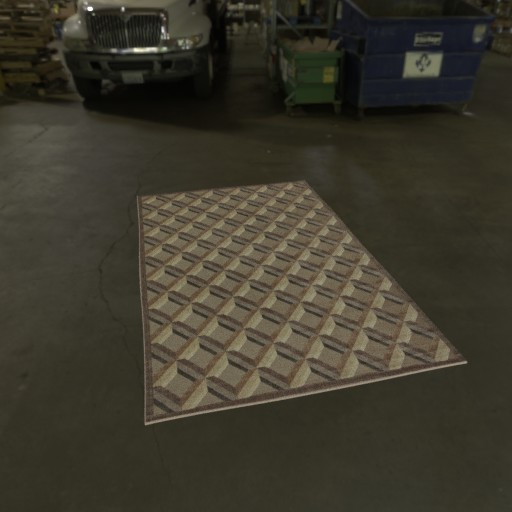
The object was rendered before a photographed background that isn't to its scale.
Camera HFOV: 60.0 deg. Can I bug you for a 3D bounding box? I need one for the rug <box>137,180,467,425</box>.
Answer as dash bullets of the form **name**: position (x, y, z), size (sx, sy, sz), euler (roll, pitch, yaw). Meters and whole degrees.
- **rug**: position (0.000, 0.000, 2.079), size (1.066, 0.011, 1.677), euler (-7, 32, -12)
